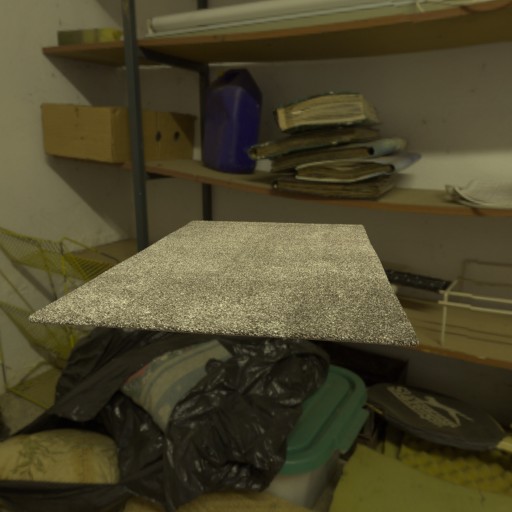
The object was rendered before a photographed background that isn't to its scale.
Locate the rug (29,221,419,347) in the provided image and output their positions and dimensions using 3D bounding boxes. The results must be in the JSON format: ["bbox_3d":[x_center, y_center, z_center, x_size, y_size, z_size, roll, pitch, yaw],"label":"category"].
[{"bbox_3d":[0.000,0.000,2.782,1.501,0.025,2.352,2,14,8],"label":"rug"}]
